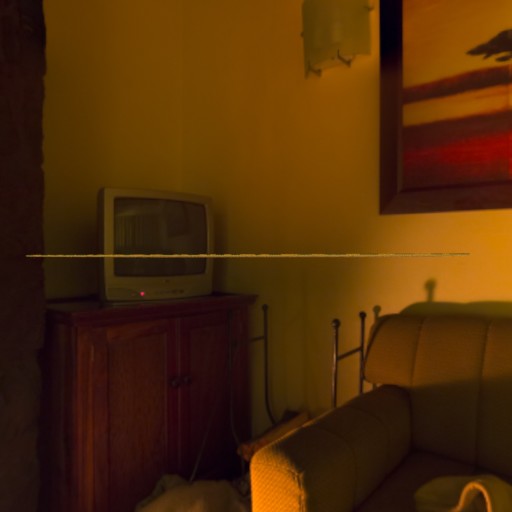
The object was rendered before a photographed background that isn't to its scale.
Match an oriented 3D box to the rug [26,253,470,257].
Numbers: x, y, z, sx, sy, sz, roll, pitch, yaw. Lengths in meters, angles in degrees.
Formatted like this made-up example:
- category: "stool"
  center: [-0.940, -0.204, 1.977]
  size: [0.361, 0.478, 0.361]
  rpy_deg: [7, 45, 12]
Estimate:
- category: "rug"
  center: [0.000, 0.000, 3.008]
  size: [2.447, 0.011, 1.520]
  rpy_deg: [0, 0, 19]
